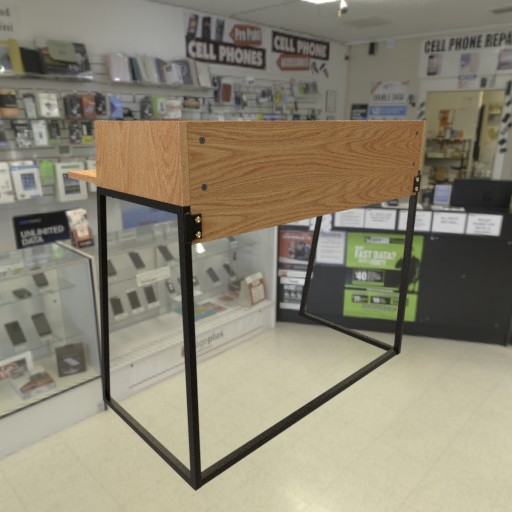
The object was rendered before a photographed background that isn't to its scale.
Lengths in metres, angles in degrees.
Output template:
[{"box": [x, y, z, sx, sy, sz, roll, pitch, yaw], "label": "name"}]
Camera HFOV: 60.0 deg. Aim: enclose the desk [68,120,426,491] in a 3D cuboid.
[{"box": [0.000, 0.000, 1.816, 1.191, 1.061, 0.769, -15, 23, -41], "label": "desk"}]
